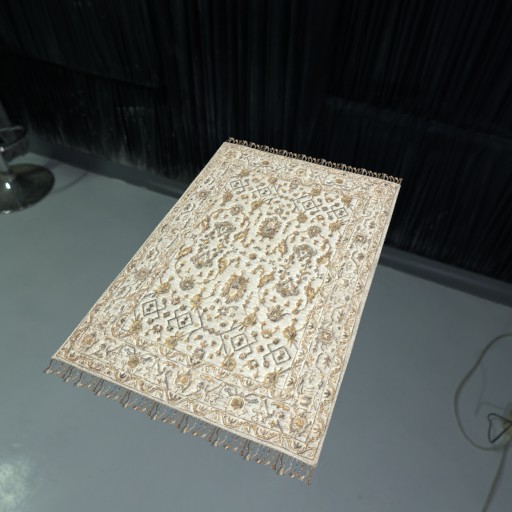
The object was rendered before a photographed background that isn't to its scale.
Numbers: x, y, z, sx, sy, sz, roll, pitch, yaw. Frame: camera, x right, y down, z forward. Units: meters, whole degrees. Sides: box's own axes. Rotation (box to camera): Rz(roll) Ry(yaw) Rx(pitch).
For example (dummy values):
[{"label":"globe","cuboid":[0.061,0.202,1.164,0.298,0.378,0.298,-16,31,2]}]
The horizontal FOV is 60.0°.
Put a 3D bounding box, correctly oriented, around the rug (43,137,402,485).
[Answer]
[{"label":"rug","cuboid":[0.000,0.000,2.958,1.529,0.027,2.434,17,50,15]}]
